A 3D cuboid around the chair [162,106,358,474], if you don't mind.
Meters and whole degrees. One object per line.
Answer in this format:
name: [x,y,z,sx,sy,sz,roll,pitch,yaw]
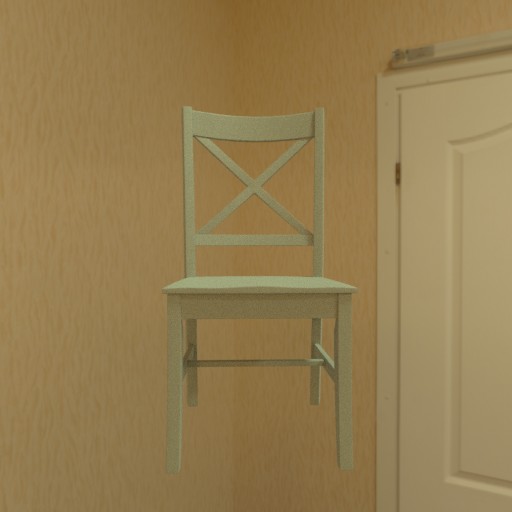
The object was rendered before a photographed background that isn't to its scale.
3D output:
chair: [0.000,0.000,1.269,0.485,0.983,0.542,0,1,-2]
